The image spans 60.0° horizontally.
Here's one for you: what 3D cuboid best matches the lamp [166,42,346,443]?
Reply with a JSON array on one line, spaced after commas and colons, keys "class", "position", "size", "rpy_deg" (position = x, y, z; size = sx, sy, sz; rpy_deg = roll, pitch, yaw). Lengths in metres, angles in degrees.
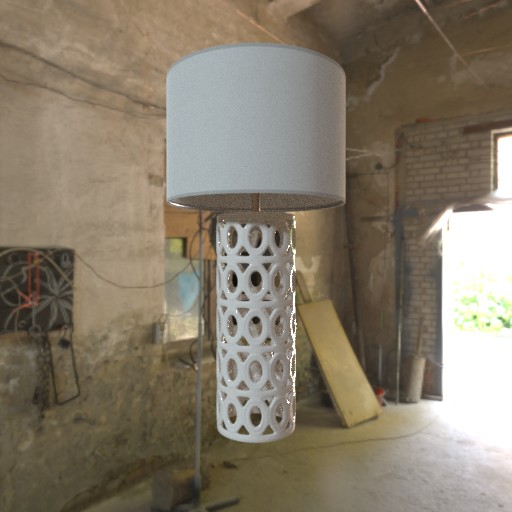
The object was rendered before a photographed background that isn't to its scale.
[{"class": "lamp", "position": [0.000, 0.000, 0.823], "size": [0.324, 0.636, 0.325], "rpy_deg": [0, 0, 0]}]
